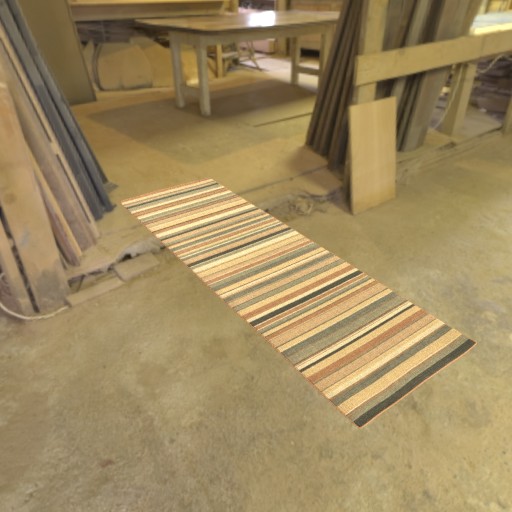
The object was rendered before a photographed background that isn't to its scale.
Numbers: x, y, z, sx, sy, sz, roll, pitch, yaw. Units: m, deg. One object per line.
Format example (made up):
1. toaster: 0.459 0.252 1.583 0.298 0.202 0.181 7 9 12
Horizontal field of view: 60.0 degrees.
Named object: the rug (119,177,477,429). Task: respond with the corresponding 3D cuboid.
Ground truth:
1. rug: 0.000 0.000 2.709 0.799 0.010 2.444 -21 38 -30
